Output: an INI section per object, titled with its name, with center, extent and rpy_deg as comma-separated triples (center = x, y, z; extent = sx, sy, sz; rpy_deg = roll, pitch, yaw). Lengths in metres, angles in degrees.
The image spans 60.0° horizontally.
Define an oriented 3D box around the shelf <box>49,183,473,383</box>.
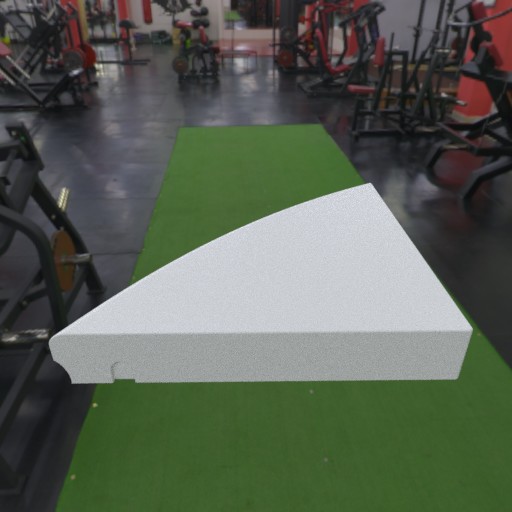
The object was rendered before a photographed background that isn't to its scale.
[shelf]
center = 0.000, 0.000, 0.465
extent = 0.310, 0.050, 0.310
rpy_deg = -1, 30, -1
